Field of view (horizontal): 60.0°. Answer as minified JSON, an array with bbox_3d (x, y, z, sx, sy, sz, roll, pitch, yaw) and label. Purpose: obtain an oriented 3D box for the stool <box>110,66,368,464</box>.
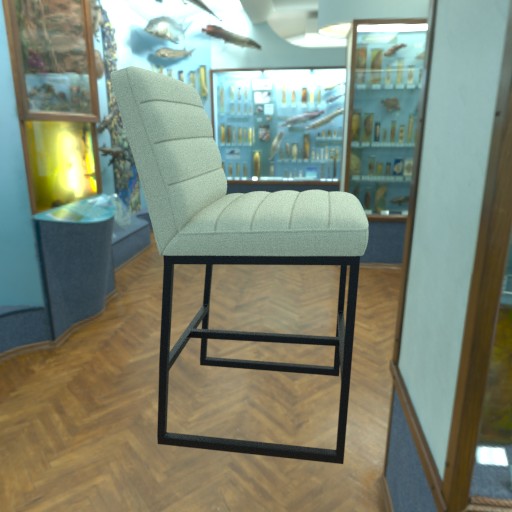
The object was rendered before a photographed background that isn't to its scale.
[{"bbox_3d":[0.000,0.000,1.226,0.560,0.940,0.460,2,16,8],"label":"stool"}]
